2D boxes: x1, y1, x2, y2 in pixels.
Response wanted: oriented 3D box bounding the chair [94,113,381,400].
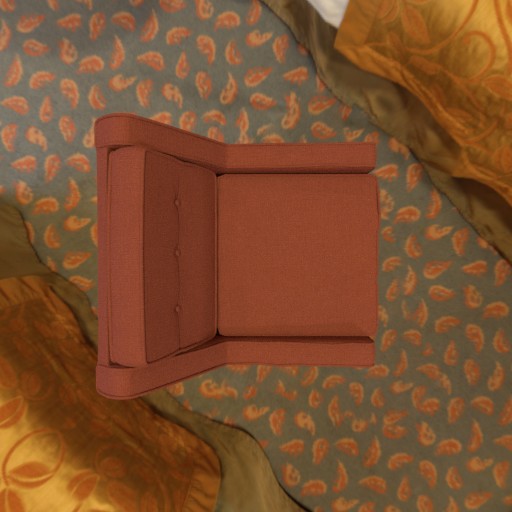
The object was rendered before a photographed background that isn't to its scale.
[{"bbox_3d":[0.000,0.000,1.390,0.770,0.812,0.680,0,91,0],"label":"chair"}]
